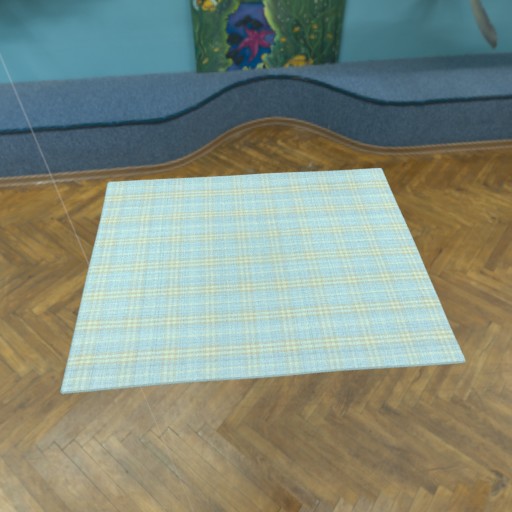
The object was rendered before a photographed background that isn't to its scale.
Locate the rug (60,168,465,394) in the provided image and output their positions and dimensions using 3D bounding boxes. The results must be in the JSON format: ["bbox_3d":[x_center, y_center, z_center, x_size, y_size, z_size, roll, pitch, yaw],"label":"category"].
[{"bbox_3d":[0.000,0.000,4.131,3.066,0.030,2.462,-4,48,-3],"label":"rug"}]
